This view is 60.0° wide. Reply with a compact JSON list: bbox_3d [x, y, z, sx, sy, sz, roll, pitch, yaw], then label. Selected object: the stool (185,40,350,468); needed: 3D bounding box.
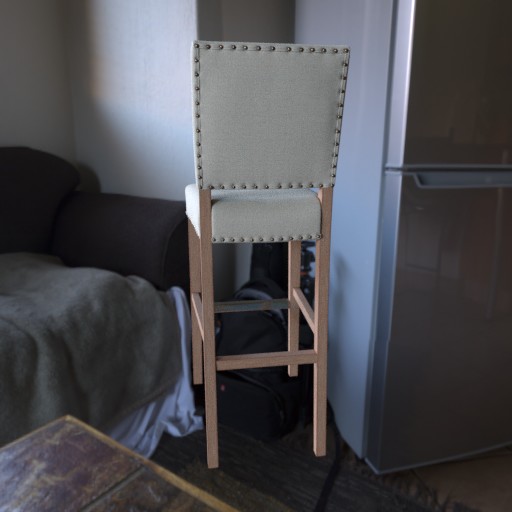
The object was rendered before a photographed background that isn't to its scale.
[{"bbox_3d":[0.000,0.000,1.399,0.428,1.143,0.546,-2,15,-9],"label":"stool"}]
